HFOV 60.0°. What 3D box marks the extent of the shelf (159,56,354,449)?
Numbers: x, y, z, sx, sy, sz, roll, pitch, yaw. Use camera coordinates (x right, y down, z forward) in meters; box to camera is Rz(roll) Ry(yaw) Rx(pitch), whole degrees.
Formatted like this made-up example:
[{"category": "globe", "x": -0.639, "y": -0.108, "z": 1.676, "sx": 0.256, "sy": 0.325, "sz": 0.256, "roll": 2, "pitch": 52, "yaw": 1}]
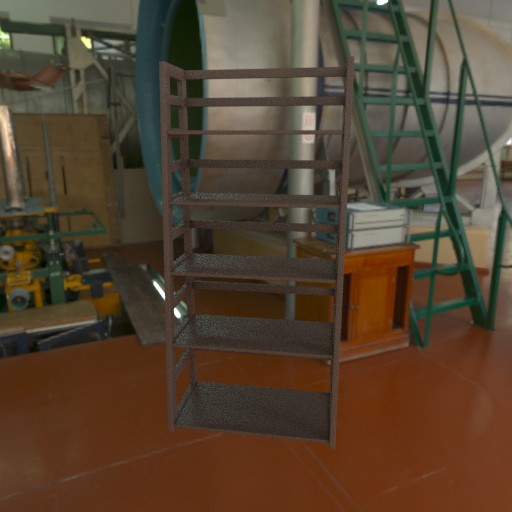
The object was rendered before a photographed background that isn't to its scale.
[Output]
[{"category": "shelf", "x": 0.000, "y": 0.000, "z": 1.969, "sx": 0.763, "sy": 1.600, "sz": 0.403, "roll": 2, "pitch": 15, "yaw": 9}]
